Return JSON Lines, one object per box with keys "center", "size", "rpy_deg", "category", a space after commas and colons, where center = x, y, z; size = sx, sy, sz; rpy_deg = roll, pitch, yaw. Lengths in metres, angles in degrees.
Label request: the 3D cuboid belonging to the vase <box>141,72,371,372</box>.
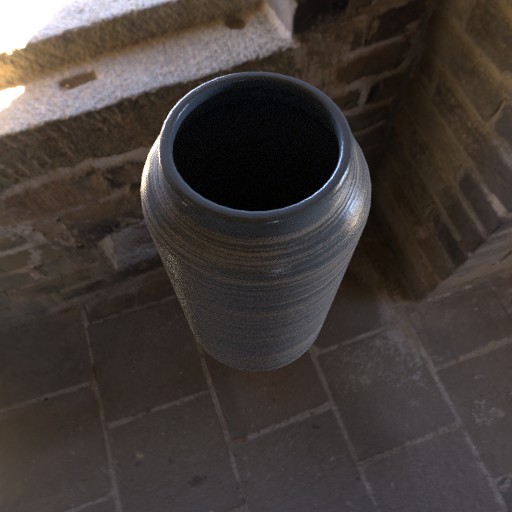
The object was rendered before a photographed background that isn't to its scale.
{"center": [0.000, 0.000, 0.298], "size": [0.116, 0.230, 0.116], "rpy_deg": [0, 63, 0], "category": "vase"}
